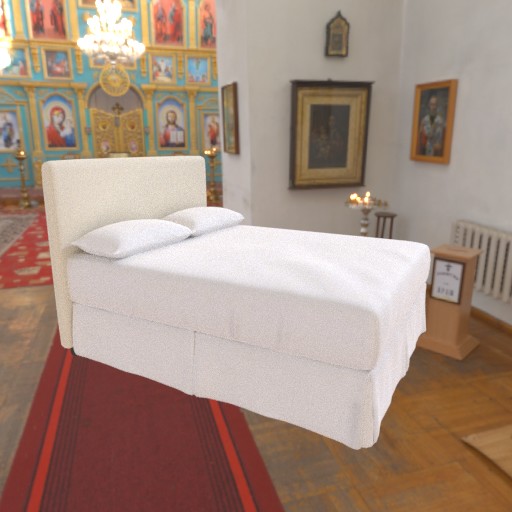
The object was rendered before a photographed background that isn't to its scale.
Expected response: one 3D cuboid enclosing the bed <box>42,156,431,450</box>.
[{"bbox_3d":[0.000,0.000,3.106,2.147,1.330,1.714,7,16,28],"label":"bed"}]
